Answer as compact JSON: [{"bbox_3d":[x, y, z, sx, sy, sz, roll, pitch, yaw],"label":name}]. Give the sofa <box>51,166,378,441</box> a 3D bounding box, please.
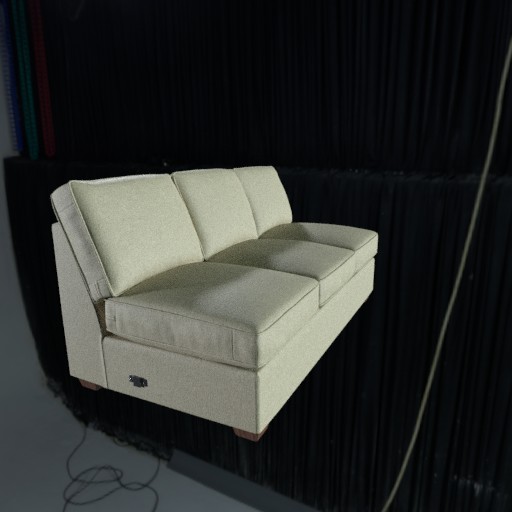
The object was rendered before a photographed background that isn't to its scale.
[{"bbox_3d":[0.000,0.000,2.558,1.027,0.973,1.962,7,16,26],"label":"sofa"}]
